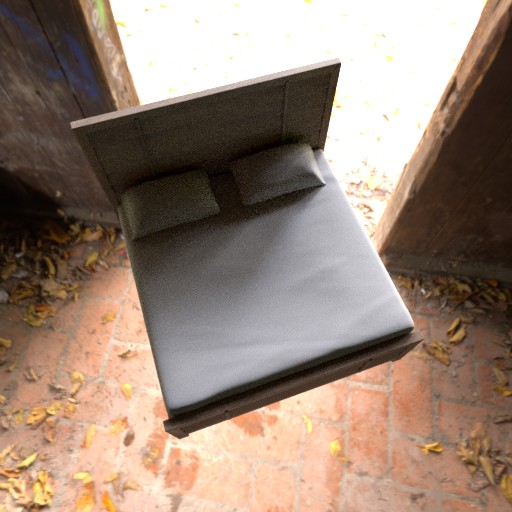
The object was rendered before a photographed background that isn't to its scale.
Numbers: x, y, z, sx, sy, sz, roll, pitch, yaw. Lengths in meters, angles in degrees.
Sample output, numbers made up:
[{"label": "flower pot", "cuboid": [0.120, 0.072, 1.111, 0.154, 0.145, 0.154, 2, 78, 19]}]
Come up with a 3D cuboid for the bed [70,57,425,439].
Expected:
[{"label": "bed", "cuboid": [0.000, 0.000, 3.511, 2.032, 1.626, 2.032, -17, 64, -9]}]
